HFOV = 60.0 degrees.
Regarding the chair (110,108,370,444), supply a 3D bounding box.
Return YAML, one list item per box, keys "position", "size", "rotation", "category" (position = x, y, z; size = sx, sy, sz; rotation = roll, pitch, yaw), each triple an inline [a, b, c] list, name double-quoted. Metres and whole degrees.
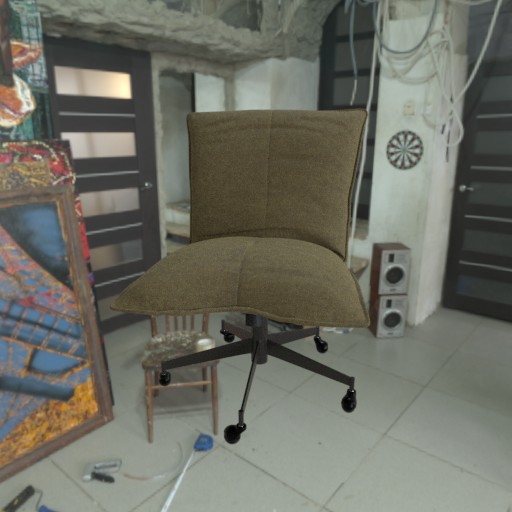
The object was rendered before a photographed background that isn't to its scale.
- position: [0.000, 0.000, 1.240]
  size: [0.597, 0.811, 0.696]
  rotation: [3, 16, 10]
  category: "chair"
